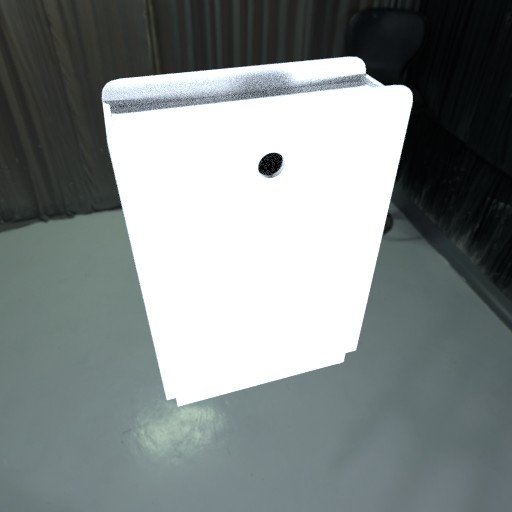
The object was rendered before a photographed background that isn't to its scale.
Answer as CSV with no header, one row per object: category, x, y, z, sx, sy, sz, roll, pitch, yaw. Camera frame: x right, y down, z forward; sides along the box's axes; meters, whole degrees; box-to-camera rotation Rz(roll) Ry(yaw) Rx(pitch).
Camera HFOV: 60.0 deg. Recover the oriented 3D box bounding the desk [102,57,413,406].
desk,0.000,0.000,1.549,0.795,1.190,0.278,-11,41,-13
